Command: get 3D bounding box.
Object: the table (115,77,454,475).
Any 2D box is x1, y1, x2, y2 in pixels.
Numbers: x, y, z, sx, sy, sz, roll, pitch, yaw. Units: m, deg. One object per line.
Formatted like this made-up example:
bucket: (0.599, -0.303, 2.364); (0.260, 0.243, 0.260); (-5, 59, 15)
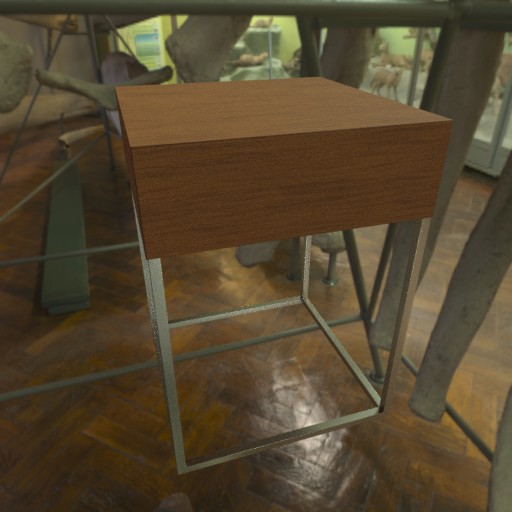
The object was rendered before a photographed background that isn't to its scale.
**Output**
table: (0.000, 0.000, 0.803); (0.397, 0.540, 0.398); (-9, 31, -15)
